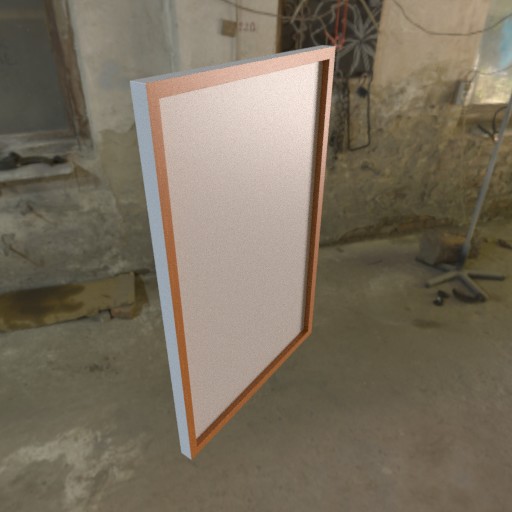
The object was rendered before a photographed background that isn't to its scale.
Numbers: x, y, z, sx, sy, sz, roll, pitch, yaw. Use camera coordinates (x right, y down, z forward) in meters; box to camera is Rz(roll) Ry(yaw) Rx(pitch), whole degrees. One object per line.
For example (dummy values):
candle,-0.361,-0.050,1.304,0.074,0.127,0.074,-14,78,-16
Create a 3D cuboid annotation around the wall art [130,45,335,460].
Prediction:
wall art,0.000,0.000,1.120,0.037,0.916,0.610,21,37,30
